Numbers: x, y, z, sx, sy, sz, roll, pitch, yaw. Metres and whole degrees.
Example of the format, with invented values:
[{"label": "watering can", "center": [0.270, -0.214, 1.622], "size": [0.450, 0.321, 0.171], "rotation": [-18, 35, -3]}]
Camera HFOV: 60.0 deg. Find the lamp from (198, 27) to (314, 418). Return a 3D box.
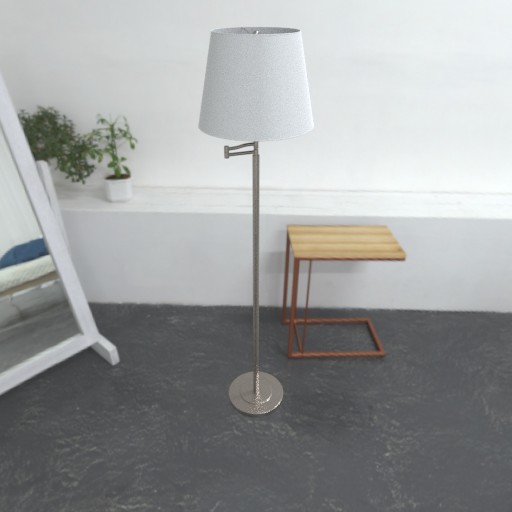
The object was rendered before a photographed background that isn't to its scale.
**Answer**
[{"label": "lamp", "center": [0.000, 0.000, 1.618], "size": [0.355, 1.473, 0.355], "rotation": [0, 31, 0]}]
